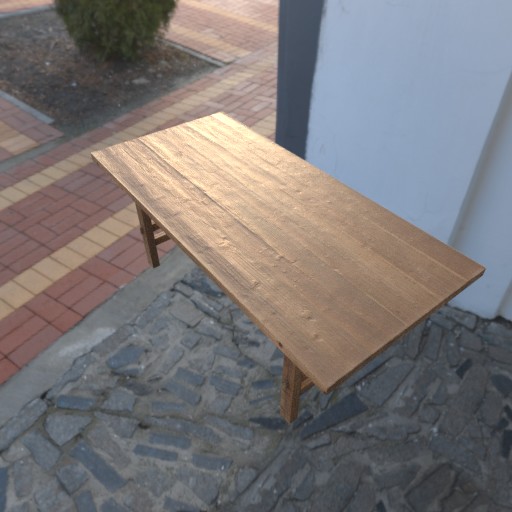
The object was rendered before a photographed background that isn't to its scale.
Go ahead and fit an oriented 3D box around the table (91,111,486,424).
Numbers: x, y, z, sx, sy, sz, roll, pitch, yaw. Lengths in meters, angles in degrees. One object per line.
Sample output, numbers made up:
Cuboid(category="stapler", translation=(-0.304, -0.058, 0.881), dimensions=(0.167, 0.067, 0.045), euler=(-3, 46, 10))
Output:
Cuboid(category="table", translation=(0.000, 0.000, 2.526), dimensions=(0.952, 0.760, 2.003), euler=(-27, 49, -27))
